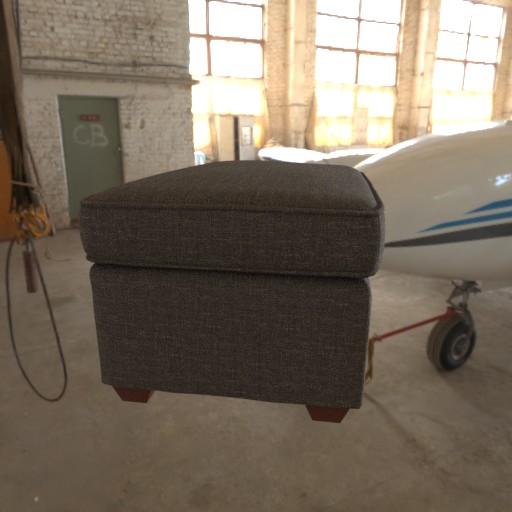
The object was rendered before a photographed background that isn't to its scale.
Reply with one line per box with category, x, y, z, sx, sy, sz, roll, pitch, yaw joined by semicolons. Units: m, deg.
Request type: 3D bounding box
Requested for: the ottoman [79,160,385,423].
ottoman;0.000;0.000;1.117;0.549;0.450;0.749;3;16;9
